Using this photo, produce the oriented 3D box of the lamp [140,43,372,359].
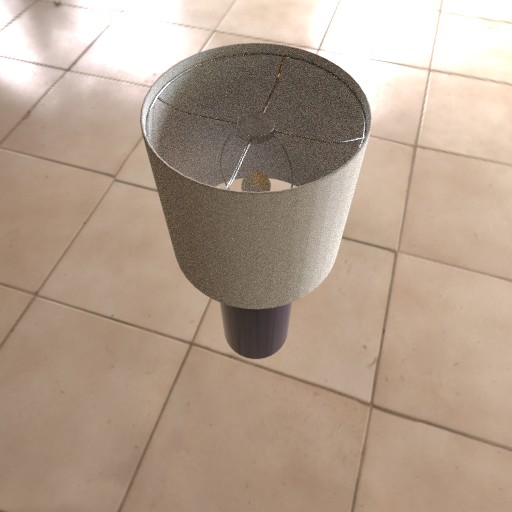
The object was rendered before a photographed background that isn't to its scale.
[{"bbox_3d":[0.000,0.000,0.613,0.212,0.493,0.212,14,57,9],"label":"lamp"}]
